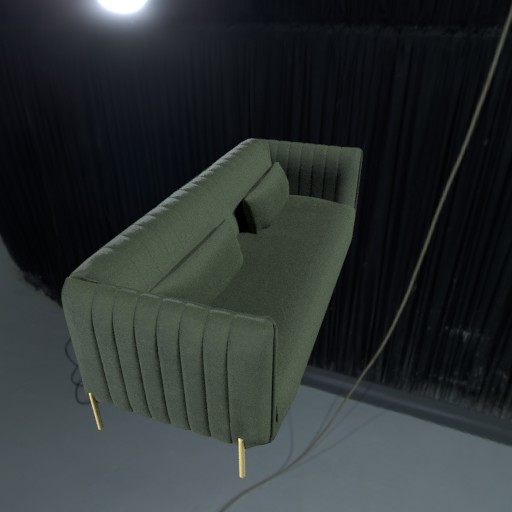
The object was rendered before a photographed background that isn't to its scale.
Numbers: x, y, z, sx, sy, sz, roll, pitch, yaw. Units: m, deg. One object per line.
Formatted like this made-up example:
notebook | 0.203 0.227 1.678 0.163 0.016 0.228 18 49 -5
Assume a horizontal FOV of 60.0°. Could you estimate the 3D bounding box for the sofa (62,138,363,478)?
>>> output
sofa | 0.000 0.000 2.548 0.896 0.793 2.137 10 32 17
